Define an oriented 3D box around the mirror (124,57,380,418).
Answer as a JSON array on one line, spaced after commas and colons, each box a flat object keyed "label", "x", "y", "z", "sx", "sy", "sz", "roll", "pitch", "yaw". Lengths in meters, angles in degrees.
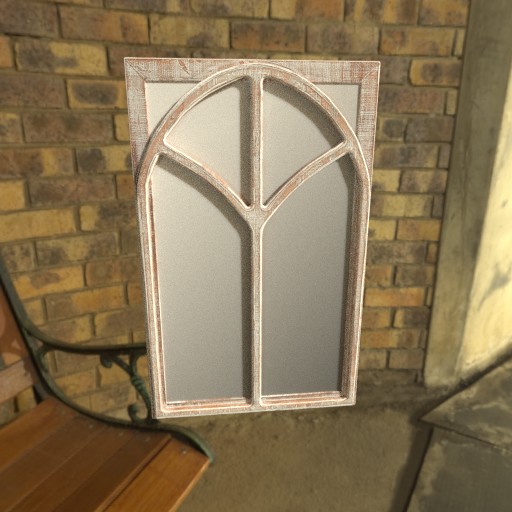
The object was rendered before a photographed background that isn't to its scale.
[{"label": "mirror", "x": 0.000, "y": 0.000, "z": 0.963, "sx": 0.495, "sy": 0.787, "sz": 0.058, "roll": -2, "pitch": 17, "yaw": -6}]
